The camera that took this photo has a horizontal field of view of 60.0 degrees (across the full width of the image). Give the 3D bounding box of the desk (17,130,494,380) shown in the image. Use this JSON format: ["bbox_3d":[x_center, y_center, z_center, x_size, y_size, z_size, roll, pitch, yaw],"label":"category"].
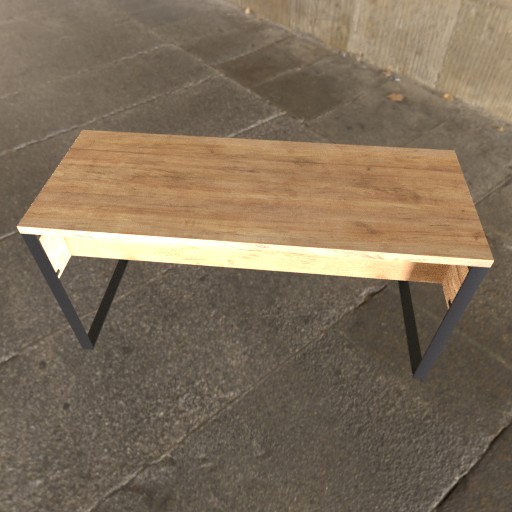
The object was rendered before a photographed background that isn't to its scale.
[{"bbox_3d":[0.000,0.000,1.886,1.520,0.760,0.600,4,47,4],"label":"desk"}]
